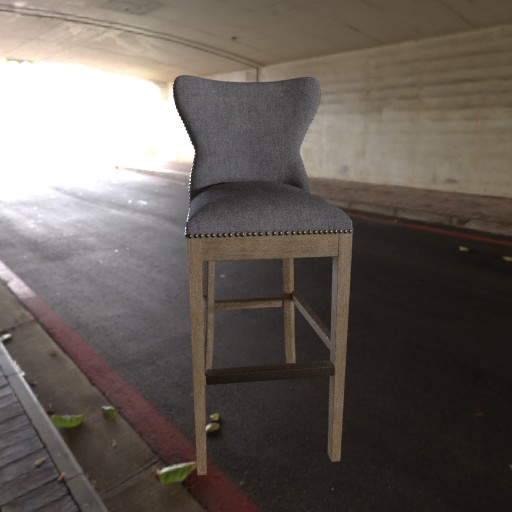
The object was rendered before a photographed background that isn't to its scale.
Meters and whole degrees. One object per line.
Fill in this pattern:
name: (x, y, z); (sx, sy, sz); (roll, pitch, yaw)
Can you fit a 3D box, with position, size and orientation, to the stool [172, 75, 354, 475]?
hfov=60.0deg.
stool: (0.000, 0.000, 1.428); (0.494, 1.123, 0.606); (-2, 16, -8)
